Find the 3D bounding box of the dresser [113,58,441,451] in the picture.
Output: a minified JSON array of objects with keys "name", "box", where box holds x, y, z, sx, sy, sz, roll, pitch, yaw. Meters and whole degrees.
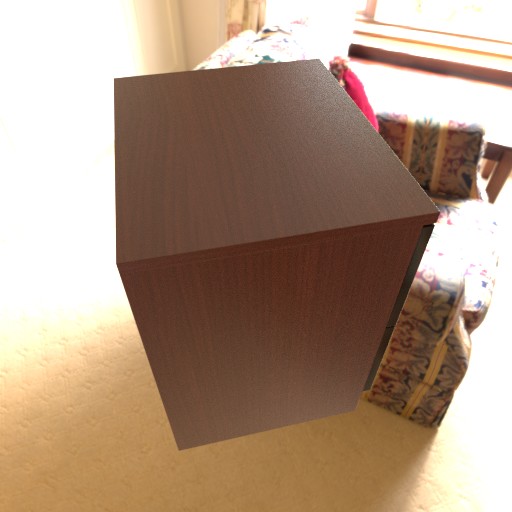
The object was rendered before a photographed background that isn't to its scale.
[{"name":"dresser","box":[0.000,0.000,0.746,0.360,0.470,0.400,-9,47,-9]}]
